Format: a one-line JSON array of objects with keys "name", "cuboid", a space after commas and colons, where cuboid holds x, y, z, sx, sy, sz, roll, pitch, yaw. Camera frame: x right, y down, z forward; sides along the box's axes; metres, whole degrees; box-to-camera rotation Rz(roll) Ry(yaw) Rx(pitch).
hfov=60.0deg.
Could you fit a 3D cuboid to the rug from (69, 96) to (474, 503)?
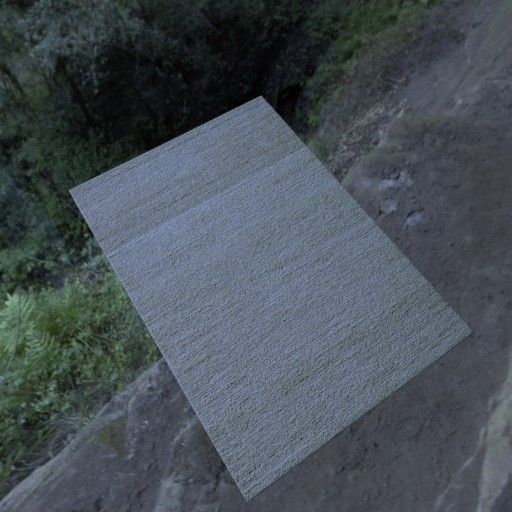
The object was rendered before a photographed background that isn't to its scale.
[{"name": "rug", "cuboid": [0.000, 0.000, 4.933, 2.782, 0.025, 3.935, -31, 68, -14]}]
